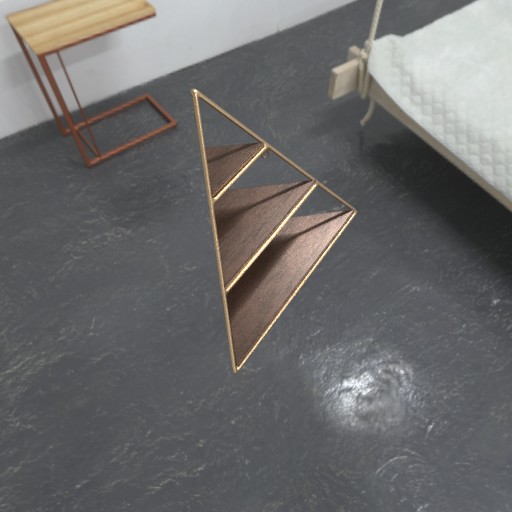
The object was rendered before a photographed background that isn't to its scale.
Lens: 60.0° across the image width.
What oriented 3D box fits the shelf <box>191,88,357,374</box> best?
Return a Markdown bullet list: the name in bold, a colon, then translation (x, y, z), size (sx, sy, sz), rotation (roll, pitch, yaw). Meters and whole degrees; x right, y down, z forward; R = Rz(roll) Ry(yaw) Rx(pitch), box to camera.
- **shelf**: translation (0.000, 0.000, 1.165), size (0.294, 0.913, 0.564), rotation (32, 64, 18)
